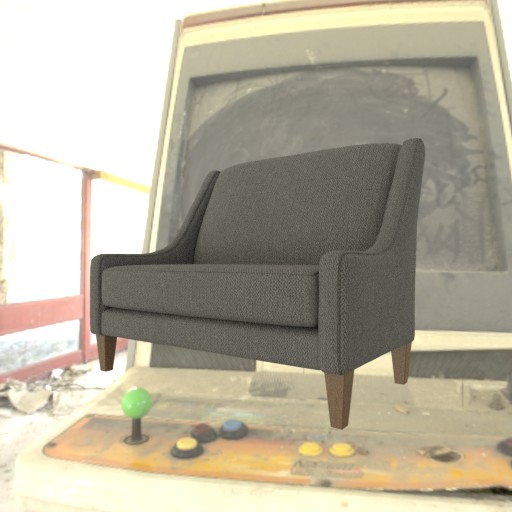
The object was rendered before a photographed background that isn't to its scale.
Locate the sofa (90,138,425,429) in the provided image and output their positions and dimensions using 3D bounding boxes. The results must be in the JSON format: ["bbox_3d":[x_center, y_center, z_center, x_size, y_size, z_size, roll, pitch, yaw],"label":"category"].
[{"bbox_3d":[0.000,0.000,1.942,1.242,1.022,0.873,0,0,36],"label":"sofa"}]
